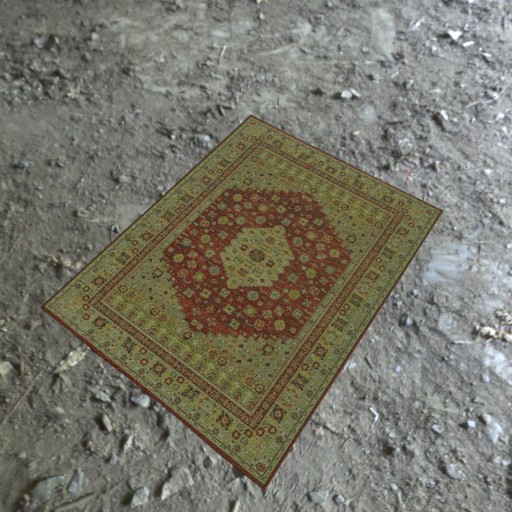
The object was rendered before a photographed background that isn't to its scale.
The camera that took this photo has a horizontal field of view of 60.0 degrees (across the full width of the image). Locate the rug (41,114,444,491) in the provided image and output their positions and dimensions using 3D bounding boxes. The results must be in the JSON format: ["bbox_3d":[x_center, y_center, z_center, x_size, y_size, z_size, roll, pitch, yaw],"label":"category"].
[{"bbox_3d":[0.000,0.000,4.110,2.387,0.013,3.053,32,63,18],"label":"rug"}]
